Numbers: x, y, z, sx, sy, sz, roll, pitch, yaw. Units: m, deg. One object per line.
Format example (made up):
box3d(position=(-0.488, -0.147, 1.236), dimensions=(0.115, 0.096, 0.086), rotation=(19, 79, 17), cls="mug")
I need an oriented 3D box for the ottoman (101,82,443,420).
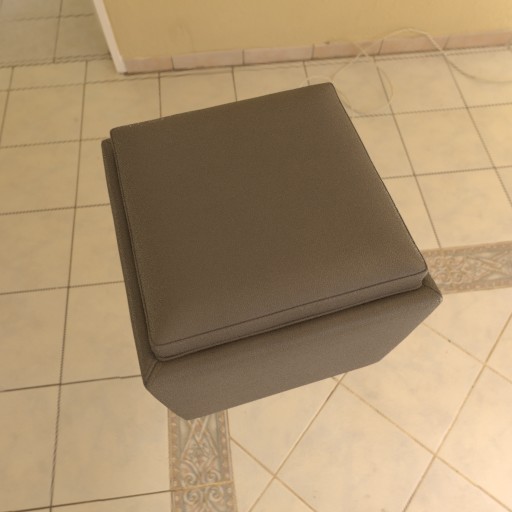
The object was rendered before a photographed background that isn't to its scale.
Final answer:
box3d(position=(0.000, 0.000, 0.834), dimensions=(0.451, 0.460, 0.450), rotation=(-15, 64, -7), cls="ottoman")
